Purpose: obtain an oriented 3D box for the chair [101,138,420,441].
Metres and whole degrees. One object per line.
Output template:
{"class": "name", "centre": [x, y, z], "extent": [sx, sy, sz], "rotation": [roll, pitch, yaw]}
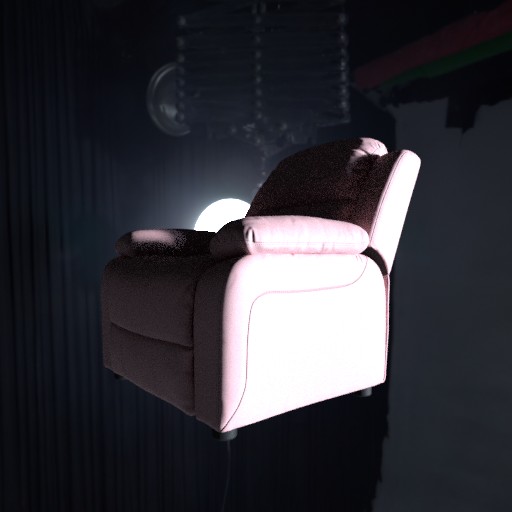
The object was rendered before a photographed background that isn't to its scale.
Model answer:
{"class": "chair", "centre": [0.000, 0.000, 1.231], "extent": [0.709, 0.702, 0.680], "rotation": [0, 0, -38]}
